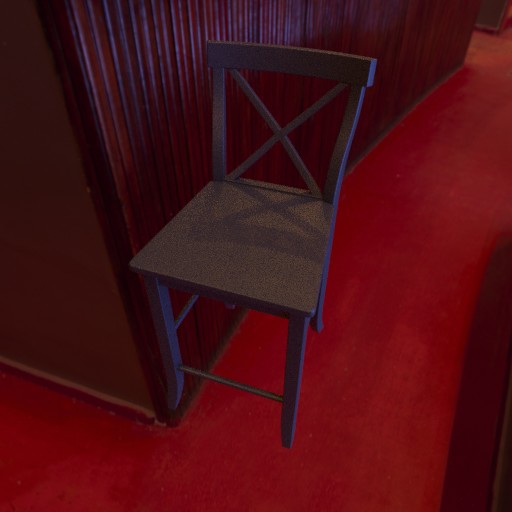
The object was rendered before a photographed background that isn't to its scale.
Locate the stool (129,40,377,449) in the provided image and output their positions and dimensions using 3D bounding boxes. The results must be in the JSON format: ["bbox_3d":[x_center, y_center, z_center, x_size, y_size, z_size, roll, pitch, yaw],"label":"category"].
[{"bbox_3d":[0.000,0.000,1.270,0.452,0.989,0.559,13,44,14],"label":"stool"}]
